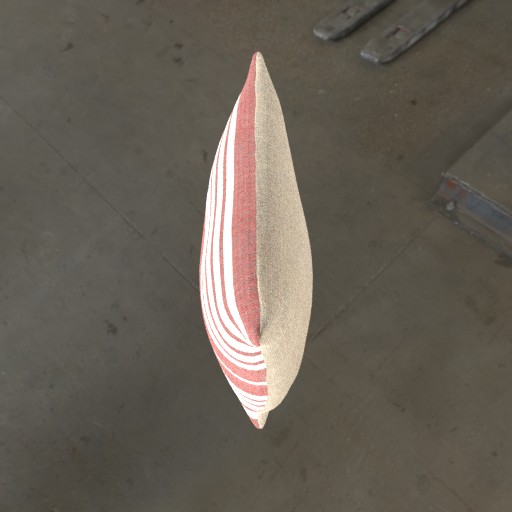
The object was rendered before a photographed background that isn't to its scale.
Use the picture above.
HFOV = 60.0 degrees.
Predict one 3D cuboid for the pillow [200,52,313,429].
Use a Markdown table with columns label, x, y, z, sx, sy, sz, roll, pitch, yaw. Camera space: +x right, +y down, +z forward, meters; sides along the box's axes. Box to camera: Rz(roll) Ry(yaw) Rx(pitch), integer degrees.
| label | x | y | z | sx | sy | sz | roll | pitch | yaw |
| --- | --- | --- | --- | --- | --- | --- | --- | --- | --- |
| pillow | 0.000 | 0.000 | 0.694 | 0.182 | 0.427 | 0.439 | 0 | 59 | 0 |
